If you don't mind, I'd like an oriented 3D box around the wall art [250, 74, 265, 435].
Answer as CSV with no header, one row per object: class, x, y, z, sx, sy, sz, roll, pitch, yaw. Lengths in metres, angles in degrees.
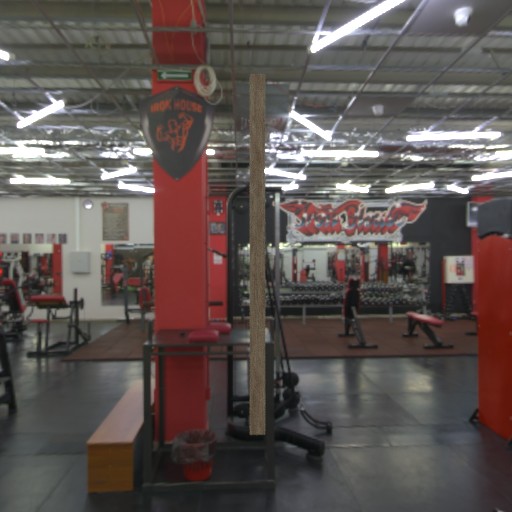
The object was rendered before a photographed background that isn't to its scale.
wall art,0.000,0.000,0.977,0.021,0.480,0.780,0,0,0
